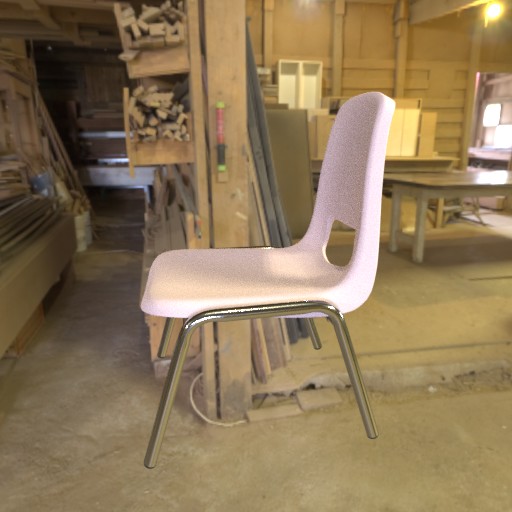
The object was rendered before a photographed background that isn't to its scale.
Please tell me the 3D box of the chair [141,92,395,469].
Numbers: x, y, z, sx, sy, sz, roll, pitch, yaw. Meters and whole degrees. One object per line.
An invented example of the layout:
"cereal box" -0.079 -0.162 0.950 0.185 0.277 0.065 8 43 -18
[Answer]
"chair" 0.000 0.000 0.769 0.385 0.537 0.354 -2 15 -8
